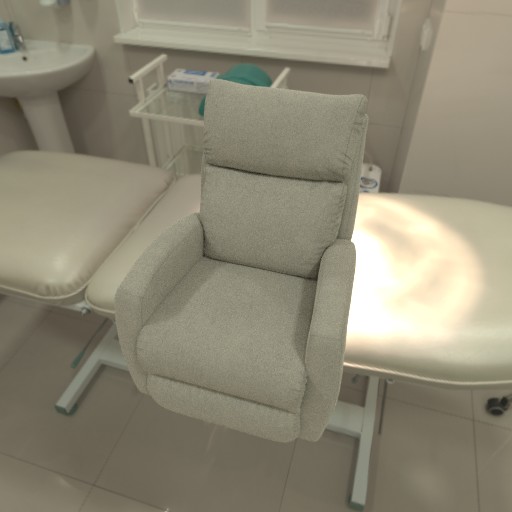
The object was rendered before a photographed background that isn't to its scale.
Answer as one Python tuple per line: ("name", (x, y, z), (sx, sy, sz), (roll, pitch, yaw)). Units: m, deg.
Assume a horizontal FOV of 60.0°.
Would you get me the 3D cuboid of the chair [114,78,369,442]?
("chair", (0.000, 0.000, 1.683), (0.794, 1.021, 0.940), (11, 43, 12))
